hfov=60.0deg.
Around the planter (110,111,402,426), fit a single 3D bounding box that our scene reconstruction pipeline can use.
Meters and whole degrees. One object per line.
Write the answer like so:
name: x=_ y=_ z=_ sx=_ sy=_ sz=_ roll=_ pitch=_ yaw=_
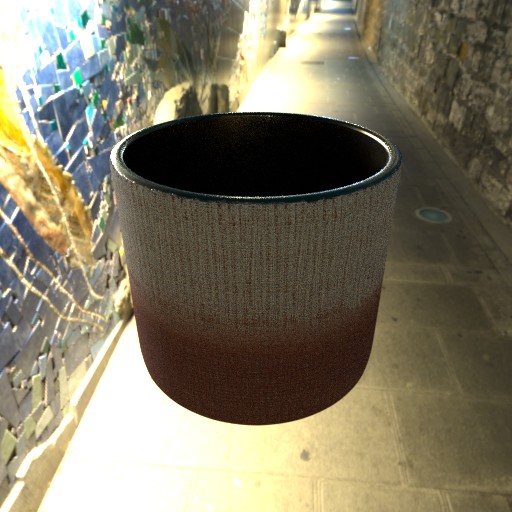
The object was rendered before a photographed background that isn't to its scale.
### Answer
planter: x=0.000 y=0.000 z=0.391 sx=0.221 sy=0.201 sz=0.221 roll=0 pitch=31 yaw=0
